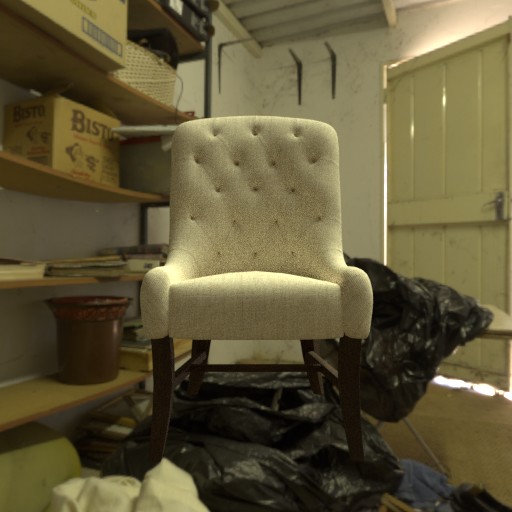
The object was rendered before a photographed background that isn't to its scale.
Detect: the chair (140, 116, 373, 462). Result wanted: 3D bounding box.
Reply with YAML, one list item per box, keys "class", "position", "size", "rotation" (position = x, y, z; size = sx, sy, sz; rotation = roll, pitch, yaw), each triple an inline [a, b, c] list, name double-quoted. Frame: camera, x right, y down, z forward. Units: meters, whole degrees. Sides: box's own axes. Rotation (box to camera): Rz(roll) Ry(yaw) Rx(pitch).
- class: "chair"
  position: [0.000, 0.000, 1.485]
  size: [0.634, 1.091, 0.629]
  rotation: [0, 0, 0]
